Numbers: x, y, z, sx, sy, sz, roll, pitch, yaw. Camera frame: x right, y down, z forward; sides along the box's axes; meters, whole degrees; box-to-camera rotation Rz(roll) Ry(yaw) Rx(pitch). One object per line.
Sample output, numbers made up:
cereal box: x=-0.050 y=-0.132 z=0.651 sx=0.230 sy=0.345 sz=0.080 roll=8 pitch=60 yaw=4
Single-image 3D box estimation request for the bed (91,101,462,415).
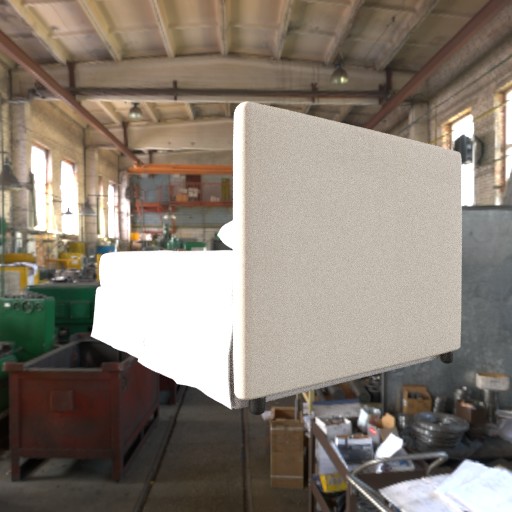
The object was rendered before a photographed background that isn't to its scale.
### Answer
bed: x=0.000 y=0.000 z=3.134 sx=1.713 sy=1.330 sz=2.142 roll=-1 pitch=1 yaw=-36
